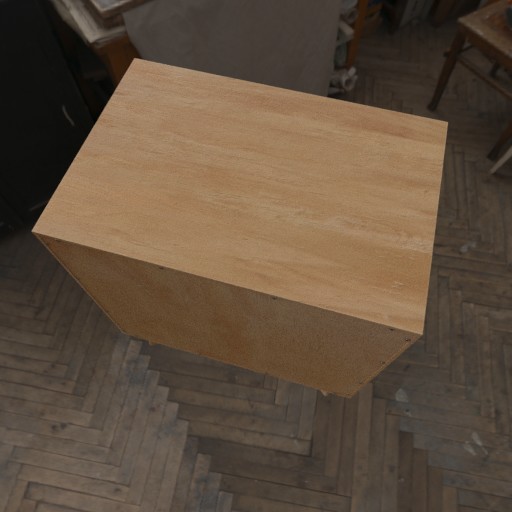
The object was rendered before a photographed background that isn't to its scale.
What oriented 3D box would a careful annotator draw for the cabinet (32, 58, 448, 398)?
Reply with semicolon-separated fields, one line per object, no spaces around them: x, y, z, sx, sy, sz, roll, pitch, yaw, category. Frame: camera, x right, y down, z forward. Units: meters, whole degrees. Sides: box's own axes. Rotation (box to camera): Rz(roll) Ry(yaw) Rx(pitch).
0.000;0.000;0.948;0.551;0.599;0.394;14;64;7;cabinet
